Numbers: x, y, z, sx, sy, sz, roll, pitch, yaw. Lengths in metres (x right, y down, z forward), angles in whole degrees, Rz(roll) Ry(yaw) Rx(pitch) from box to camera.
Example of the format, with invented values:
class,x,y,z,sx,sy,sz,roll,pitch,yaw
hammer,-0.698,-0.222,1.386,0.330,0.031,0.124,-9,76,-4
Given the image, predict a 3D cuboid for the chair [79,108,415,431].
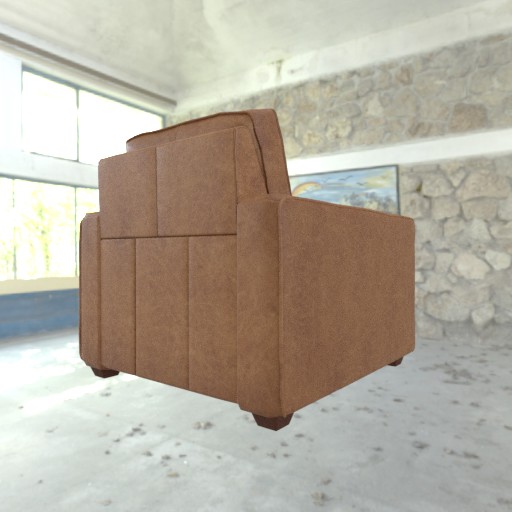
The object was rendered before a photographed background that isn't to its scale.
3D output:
class,x,y,z,sx,sy,sz,roll,pitch,yaw
chair,0.000,0.000,1.753,0.987,0.901,1.027,0,0,35
